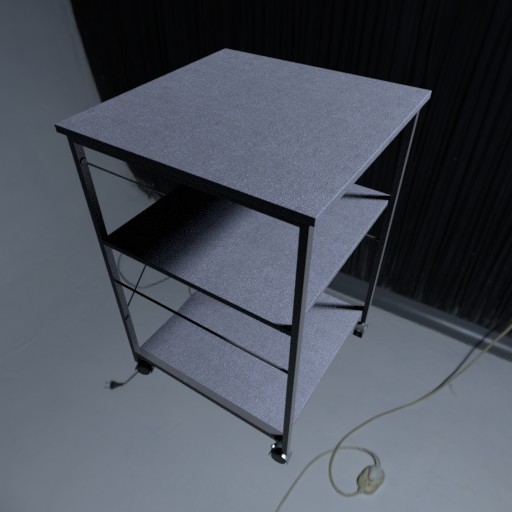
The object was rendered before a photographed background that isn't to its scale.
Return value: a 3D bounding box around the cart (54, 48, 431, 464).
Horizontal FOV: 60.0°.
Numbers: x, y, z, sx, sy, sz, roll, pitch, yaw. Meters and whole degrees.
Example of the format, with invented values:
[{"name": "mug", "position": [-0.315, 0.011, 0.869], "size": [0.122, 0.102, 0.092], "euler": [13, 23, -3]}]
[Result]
[{"name": "cart", "position": [0.000, 0.000, 1.099], "size": [0.520, 0.762, 0.521], "euler": [23, 46, 24]}]
